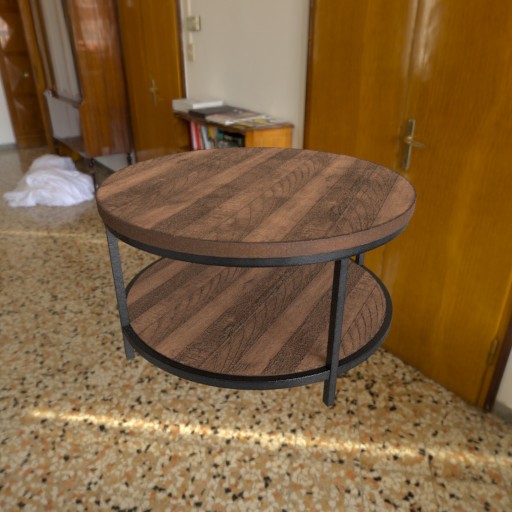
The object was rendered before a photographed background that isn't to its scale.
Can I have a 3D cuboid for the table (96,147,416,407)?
[{"bbox_3d":[0.000,0.000,1.316,0.837,0.462,0.837,0,26,0],"label":"table"}]
